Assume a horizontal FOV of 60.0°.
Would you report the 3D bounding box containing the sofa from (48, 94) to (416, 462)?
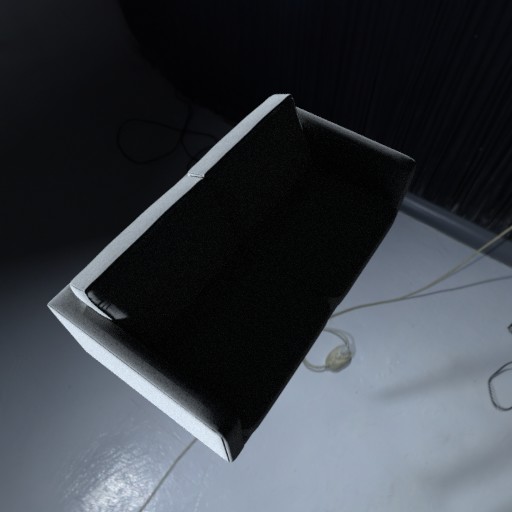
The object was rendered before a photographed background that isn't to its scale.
[{"bbox_3d":[0.000,0.000,2.356,1.000,0.900,1.731,30,62,18],"label":"sofa"}]
